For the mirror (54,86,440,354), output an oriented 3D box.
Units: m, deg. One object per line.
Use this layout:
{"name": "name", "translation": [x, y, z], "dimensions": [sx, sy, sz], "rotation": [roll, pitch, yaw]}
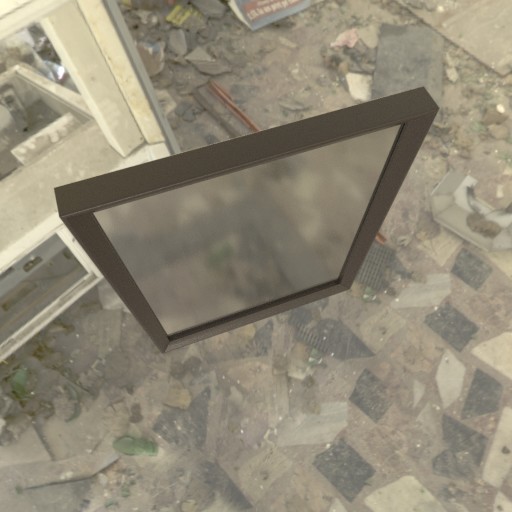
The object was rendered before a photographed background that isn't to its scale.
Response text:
{"name": "mirror", "translation": [0.000, 0.000, 0.680], "dimensions": [0.406, 0.509, 0.041], "rotation": [-18, 65, -9]}
